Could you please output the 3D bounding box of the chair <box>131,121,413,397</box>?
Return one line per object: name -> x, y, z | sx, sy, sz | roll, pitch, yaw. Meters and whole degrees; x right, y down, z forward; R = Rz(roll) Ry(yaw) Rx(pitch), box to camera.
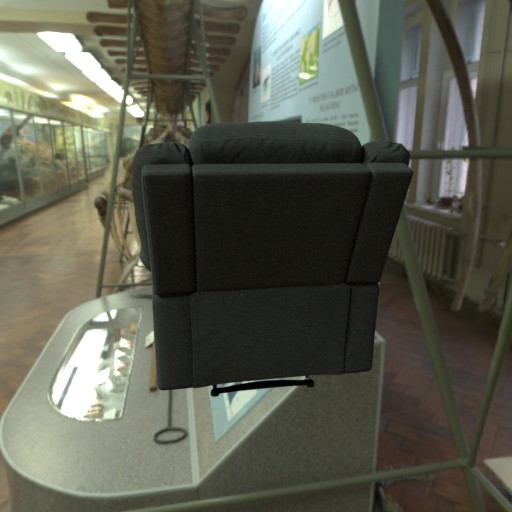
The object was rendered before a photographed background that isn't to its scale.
chair -> 0.000, 0.000, 1.787 | 0.899, 1.008, 0.944 | -2, 14, -10
